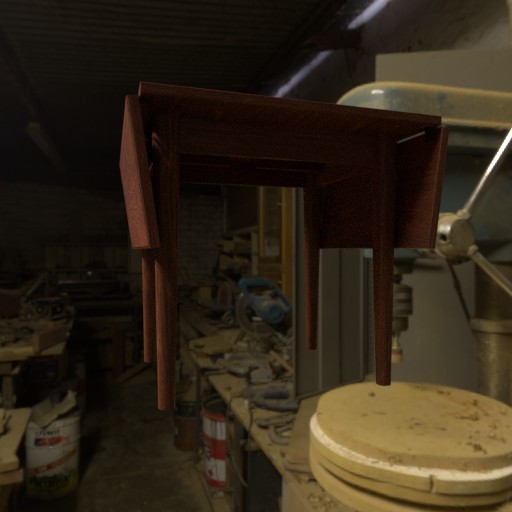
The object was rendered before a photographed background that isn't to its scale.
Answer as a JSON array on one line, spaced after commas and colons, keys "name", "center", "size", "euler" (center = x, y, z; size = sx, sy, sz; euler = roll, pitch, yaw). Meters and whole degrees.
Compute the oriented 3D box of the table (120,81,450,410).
[{"name": "table", "center": [0.000, 0.000, 1.459], "size": [0.843, 0.763, 0.812], "euler": [0, 1, -18]}]
